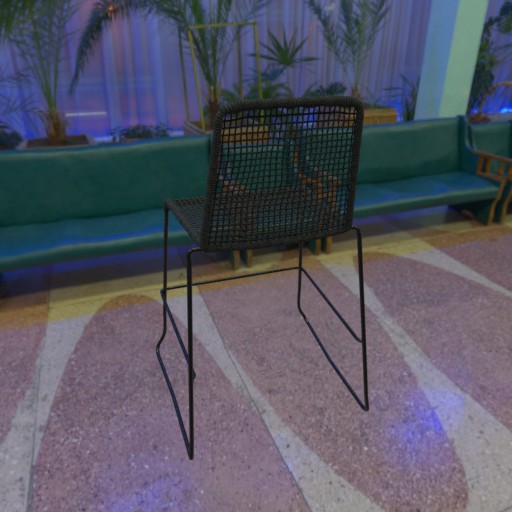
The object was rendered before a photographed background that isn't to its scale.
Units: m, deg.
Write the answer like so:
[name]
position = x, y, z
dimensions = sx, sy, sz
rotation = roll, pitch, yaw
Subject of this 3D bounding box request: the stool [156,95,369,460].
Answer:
[stool]
position = 0.000, 0.000, 1.254
dimensions = 0.590, 0.905, 0.509
rotation = -9, 28, -17
